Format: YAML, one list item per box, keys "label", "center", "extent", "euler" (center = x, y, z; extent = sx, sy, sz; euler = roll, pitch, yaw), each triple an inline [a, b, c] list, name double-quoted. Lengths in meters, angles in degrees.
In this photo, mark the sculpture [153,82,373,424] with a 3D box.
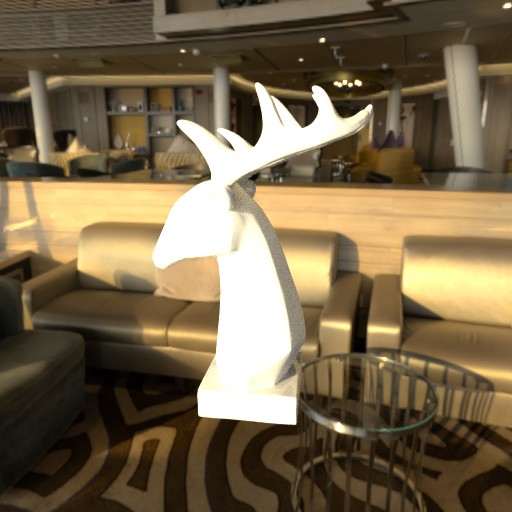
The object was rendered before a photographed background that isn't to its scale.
- label: "sculpture"
  center: [0.000, 0.000, 0.462]
  extent: [0.224, 0.329, 0.174]
  euler: [2, 15, 8]
